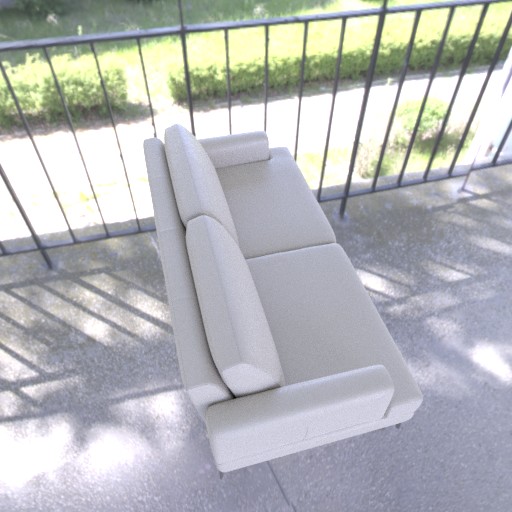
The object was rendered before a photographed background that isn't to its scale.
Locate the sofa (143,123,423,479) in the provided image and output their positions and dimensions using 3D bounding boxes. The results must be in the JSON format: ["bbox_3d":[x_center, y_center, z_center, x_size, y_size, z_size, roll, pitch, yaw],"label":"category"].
[{"bbox_3d":[0.000,0.000,2.395,0.974,0.765,1.940,-11,49,-10],"label":"sofa"}]
